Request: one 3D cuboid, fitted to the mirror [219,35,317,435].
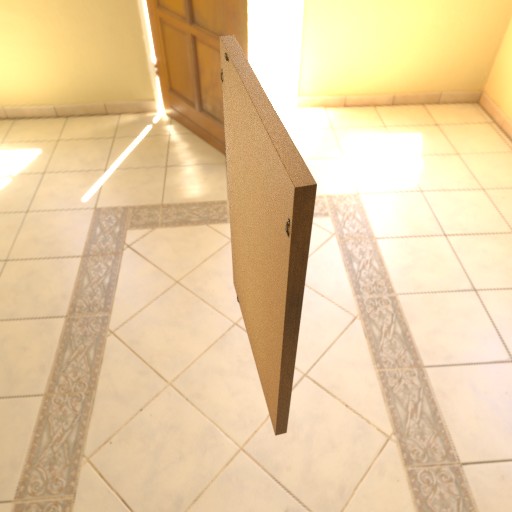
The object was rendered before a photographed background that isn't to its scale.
[{"bbox_3d":[0.000,0.000,1.191,0.040,0.915,0.609,-10,47,-9],"label":"mirror"}]
